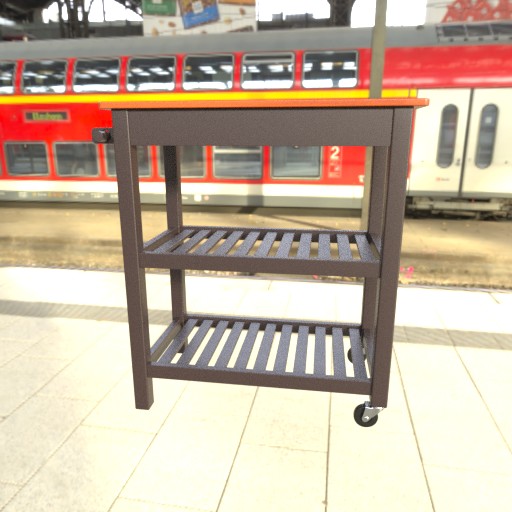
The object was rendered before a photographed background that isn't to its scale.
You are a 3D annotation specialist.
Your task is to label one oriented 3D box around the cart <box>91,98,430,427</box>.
[{"bbox_3d":[0.000,0.000,1.444,0.899,0.927,0.457,2,15,8],"label":"cart"}]
